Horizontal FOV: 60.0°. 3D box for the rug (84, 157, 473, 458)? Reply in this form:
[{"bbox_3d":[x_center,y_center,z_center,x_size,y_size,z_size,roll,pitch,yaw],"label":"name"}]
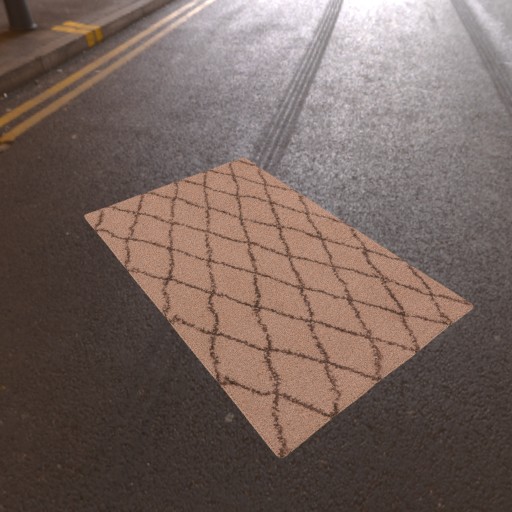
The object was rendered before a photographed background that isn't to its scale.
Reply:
[{"bbox_3d":[0.000,0.000,3.538,1.778,0.030,2.743,-26,47,-27],"label":"rug"}]
